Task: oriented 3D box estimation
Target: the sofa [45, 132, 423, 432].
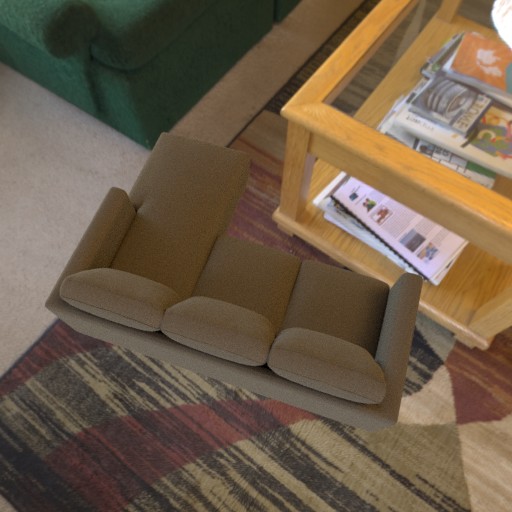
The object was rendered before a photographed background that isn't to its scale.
[{"bbox_3d":[0.000,0.000,2.920,2.031,0.897,1.591,17,66,8],"label":"sofa"}]
